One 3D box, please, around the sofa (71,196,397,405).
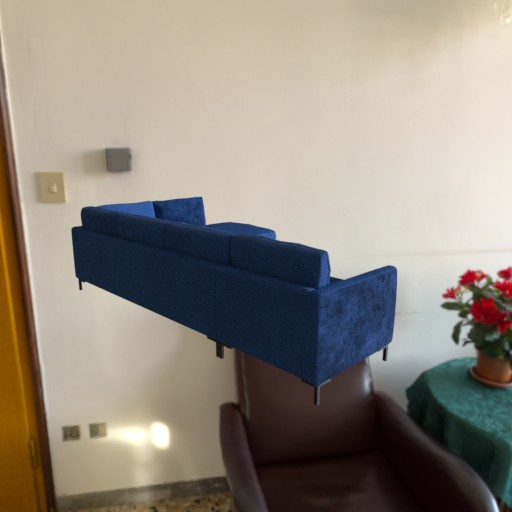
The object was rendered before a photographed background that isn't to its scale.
[{"bbox_3d":[0.000,0.000,3.274,2.486,0.687,1.707,13,18,43],"label":"sofa"}]
